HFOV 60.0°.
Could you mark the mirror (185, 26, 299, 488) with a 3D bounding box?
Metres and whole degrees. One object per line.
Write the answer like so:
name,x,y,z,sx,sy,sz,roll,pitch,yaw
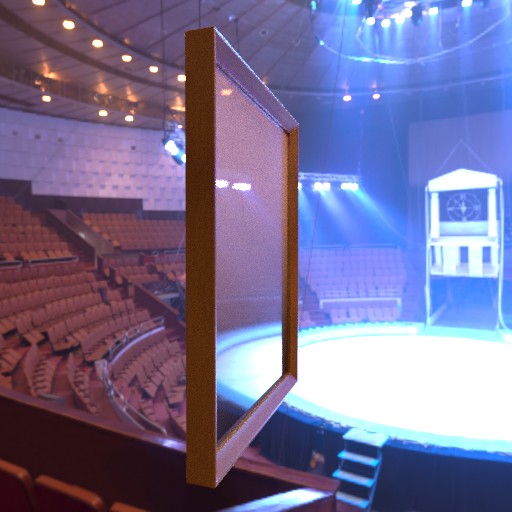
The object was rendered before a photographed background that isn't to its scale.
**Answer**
mirror,0.000,0.000,0.685,0.041,0.509,0.406,0,1,19
